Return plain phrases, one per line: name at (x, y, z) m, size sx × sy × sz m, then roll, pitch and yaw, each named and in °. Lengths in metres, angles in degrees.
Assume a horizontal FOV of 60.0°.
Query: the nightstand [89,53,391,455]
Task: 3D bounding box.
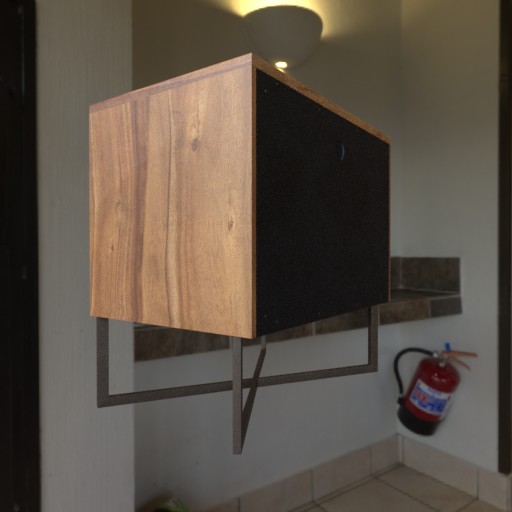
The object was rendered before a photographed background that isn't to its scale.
nightstand at (0.000, 0.000, 1.038) m, size 0.427 × 0.615 × 0.613 m, roll 0°, pitch 1°, yaw 36°
